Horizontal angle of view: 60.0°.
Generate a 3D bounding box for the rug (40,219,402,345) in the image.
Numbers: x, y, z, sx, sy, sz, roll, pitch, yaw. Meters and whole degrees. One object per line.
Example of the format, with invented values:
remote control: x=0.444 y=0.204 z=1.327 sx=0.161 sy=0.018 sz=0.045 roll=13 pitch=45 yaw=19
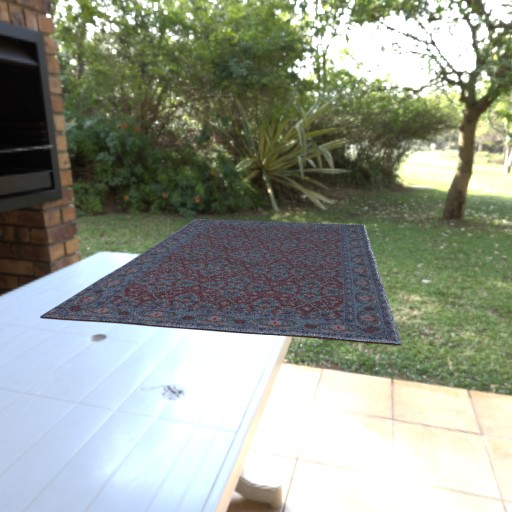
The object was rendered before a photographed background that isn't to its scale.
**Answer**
rug: x=0.000 y=0.000 z=2.309 sx=1.219 sy=0.009 sz=1.829 roll=3 pitch=16 yaw=9
